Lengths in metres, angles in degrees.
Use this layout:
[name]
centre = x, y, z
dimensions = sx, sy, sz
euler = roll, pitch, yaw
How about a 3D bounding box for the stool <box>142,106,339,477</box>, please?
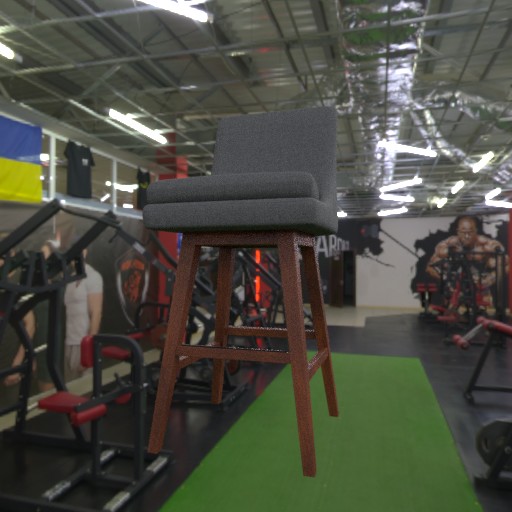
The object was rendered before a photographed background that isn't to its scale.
[stool]
centre = 0.000, 0.000, 1.270
dimensions = 0.447, 0.977, 0.524
euler = 0, -1, 18
